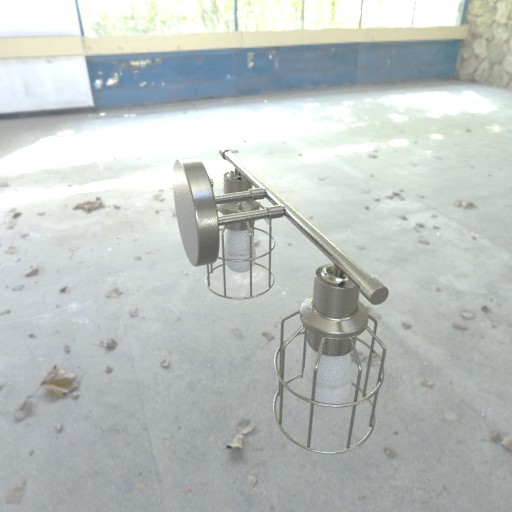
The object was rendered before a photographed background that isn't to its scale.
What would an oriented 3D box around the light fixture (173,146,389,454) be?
[{"bbox_3d":[0.000,0.000,0.538,0.165,0.254,0.406,-11,32,-18],"label":"light fixture"}]
